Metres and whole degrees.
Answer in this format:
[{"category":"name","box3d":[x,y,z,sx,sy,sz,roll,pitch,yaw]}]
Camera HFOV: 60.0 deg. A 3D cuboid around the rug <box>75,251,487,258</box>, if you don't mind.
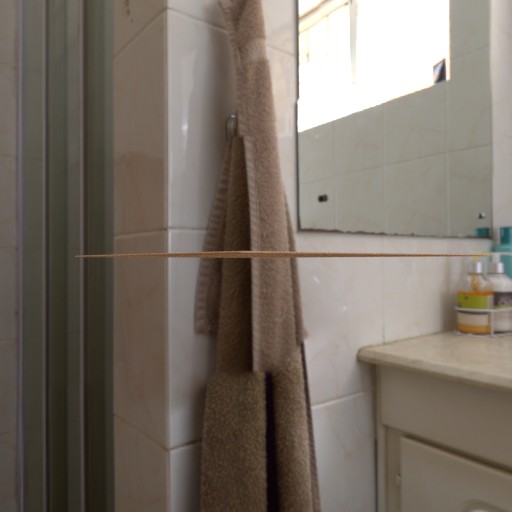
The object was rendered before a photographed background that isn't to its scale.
[{"category":"rug","box3d":[0.000,0.000,4.059,2.439,0.013,3.048,0,-1,-36]}]
